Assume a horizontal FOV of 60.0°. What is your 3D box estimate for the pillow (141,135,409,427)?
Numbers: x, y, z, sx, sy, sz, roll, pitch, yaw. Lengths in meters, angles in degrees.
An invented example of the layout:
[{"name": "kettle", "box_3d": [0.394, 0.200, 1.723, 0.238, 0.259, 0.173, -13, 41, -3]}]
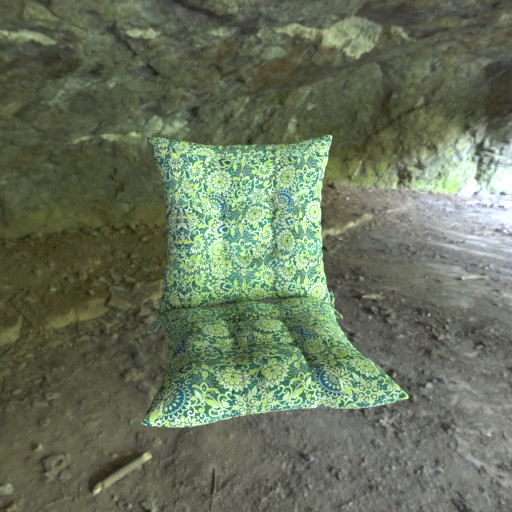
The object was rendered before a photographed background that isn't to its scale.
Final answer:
[{"name": "pillow", "box_3d": [0.000, 0.000, 1.030, 0.541, 0.536, 0.585, -2, 16, -9]}]
